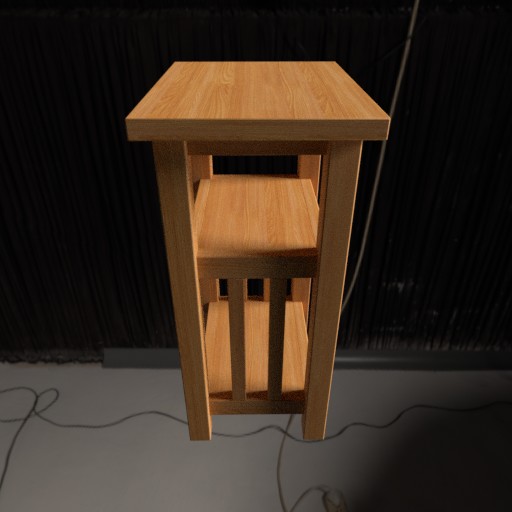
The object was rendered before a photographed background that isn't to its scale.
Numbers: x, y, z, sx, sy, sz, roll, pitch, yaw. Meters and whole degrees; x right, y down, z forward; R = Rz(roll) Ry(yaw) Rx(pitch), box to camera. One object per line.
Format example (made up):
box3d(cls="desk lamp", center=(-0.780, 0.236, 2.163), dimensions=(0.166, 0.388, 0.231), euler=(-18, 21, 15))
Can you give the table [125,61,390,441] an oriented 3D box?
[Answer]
box3d(cls="table", center=(0.000, 0.000, 0.742), dimensions=(0.270, 0.550, 0.350), euler=(0, 32, -1))
